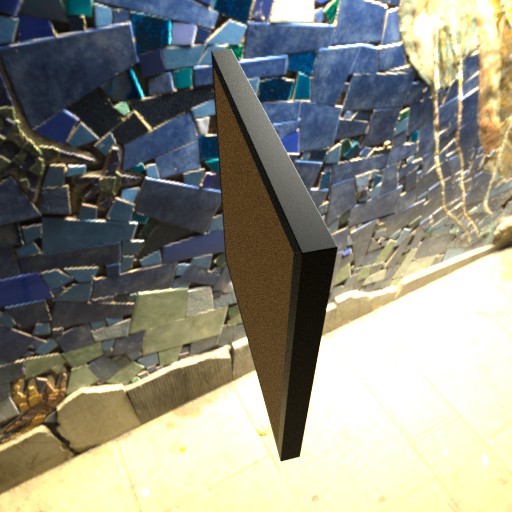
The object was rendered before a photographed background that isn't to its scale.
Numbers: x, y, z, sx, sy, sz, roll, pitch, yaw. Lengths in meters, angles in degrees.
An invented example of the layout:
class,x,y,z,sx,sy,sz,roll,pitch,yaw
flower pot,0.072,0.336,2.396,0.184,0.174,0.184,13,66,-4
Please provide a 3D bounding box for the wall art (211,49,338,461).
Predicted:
class,x,y,z,sx,sy,sz,roll,pitch,yaw
wall art,0.000,0.000,0.765,0.036,0.508,0.508,-10,46,-10
